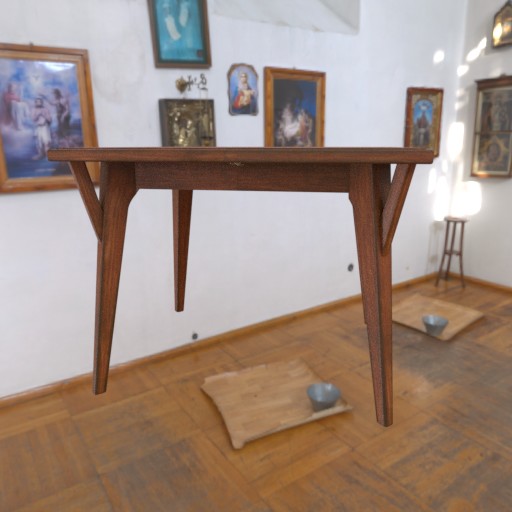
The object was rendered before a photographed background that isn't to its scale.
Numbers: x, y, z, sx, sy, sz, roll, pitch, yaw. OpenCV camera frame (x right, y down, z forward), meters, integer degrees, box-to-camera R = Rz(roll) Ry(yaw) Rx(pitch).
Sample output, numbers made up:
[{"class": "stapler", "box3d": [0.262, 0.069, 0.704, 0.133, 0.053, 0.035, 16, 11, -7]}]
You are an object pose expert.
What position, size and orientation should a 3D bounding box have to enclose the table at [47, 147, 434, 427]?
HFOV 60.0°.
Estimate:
[{"class": "table", "box3d": [0.000, 0.000, 1.596, 0.991, 0.761, 0.838, 3, 14, 10]}]
